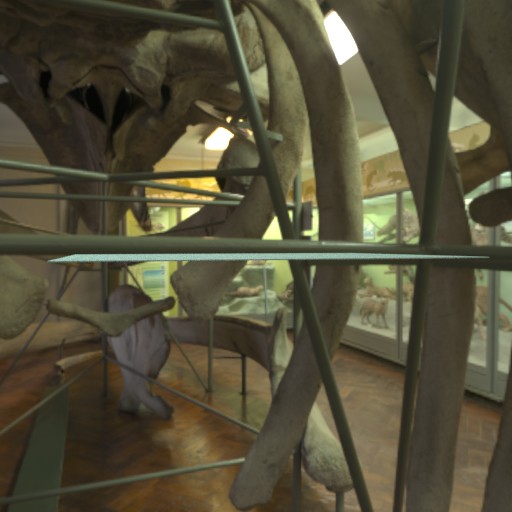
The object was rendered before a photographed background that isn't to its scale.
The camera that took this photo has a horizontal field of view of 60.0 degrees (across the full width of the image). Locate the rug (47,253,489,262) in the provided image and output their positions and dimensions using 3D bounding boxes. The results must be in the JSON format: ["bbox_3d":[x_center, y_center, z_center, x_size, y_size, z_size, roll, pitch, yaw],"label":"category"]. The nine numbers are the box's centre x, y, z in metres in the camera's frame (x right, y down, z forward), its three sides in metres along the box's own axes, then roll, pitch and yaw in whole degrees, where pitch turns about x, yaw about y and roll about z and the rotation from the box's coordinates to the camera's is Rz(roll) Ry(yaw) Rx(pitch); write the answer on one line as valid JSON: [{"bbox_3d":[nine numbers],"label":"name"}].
[{"bbox_3d":[0.000,0.000,2.880,2.286,0.006,1.522,0,1,-18],"label":"rug"}]
